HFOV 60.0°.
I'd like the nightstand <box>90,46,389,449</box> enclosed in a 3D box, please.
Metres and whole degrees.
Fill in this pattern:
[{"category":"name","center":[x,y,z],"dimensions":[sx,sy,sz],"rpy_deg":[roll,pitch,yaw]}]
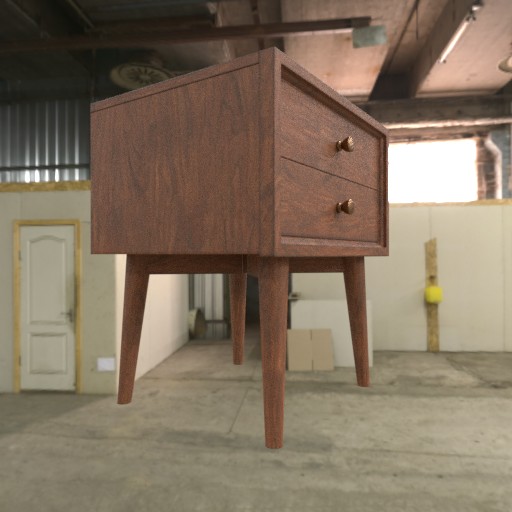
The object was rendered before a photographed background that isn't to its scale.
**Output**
[{"category":"nightstand","center":[0.000,0.000,0.972],"dimensions":[0.445,0.607,0.521],"rpy_deg":[0,0,34]}]
